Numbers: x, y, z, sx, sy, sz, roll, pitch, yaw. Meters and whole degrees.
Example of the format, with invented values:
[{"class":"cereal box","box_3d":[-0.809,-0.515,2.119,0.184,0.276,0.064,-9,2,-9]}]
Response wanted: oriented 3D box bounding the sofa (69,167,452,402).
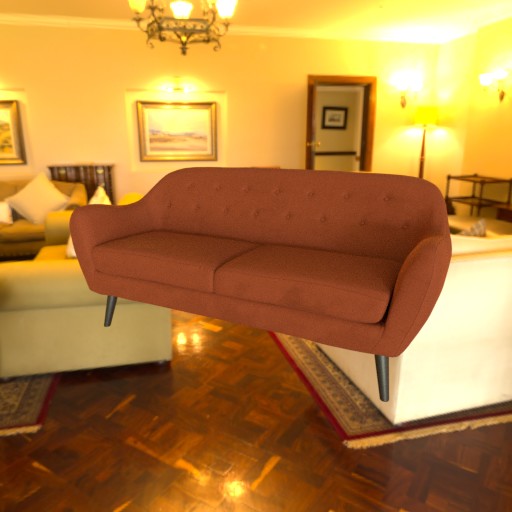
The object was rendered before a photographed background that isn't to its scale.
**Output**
[{"class":"sofa","box_3d":[0.000,0.000,2.282,1.840,0.836,0.820,8,17,27]}]
